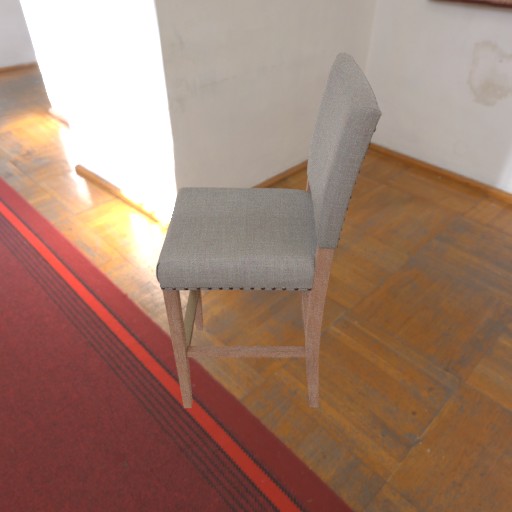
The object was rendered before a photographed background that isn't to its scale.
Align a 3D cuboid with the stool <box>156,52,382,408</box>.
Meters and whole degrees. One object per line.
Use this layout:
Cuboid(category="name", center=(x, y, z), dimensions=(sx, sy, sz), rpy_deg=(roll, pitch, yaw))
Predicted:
Cuboid(category="stool", center=(0.000, 0.000, 1.521), dimensions=(0.585, 1.203, 0.445), rpy_deg=(1, 40, 1))
